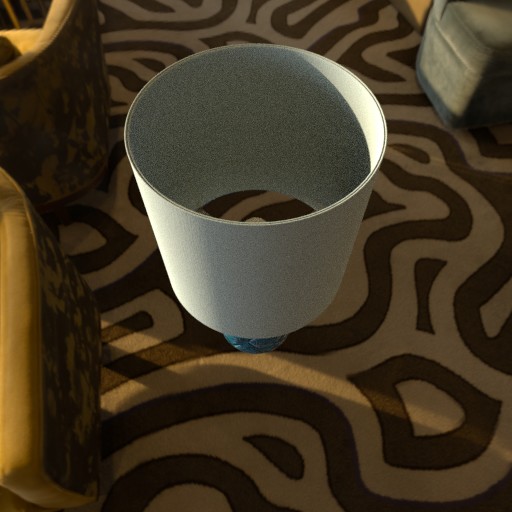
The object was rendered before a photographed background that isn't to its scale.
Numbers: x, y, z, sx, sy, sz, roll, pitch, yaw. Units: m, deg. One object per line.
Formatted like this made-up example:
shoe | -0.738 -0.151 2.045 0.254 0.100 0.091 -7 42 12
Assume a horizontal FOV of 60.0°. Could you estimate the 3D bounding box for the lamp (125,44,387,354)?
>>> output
lamp | 0.000 0.000 0.488 0.193 0.377 0.193 -14 59 -9
